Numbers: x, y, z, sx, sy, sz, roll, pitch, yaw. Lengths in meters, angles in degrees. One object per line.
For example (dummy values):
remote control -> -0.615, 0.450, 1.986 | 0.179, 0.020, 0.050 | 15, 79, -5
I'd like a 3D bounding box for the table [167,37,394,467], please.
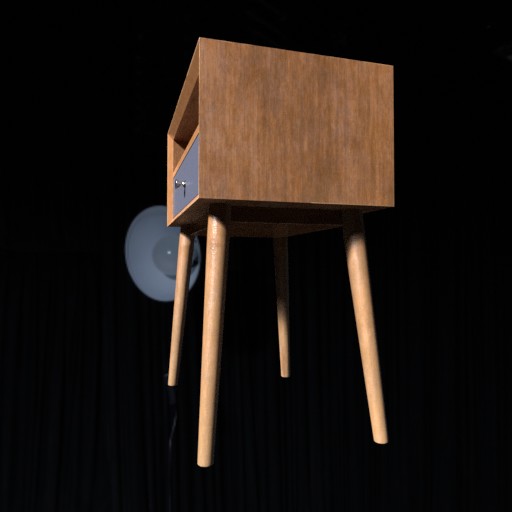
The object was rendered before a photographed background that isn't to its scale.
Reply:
table -> 0.000, 0.000, 0.852 | 0.307, 0.580, 0.454 | 0, -1, -17
